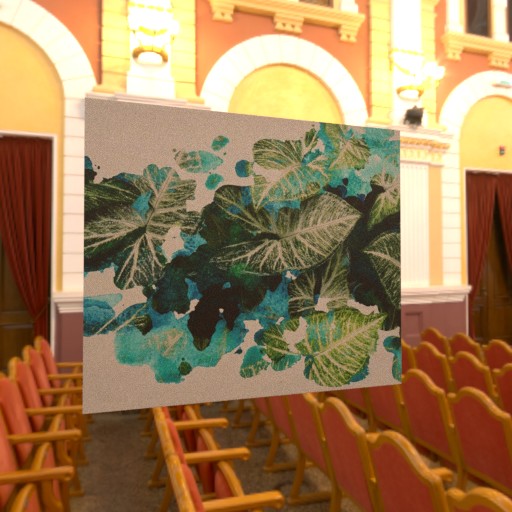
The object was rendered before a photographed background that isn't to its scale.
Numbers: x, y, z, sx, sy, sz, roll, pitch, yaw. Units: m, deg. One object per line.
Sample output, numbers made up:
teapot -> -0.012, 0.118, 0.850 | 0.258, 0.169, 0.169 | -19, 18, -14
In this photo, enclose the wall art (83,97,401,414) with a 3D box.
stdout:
wall art -> 0.000, 0.000, 0.702 | 0.507, 0.435, 0.041 | 0, -1, -17
